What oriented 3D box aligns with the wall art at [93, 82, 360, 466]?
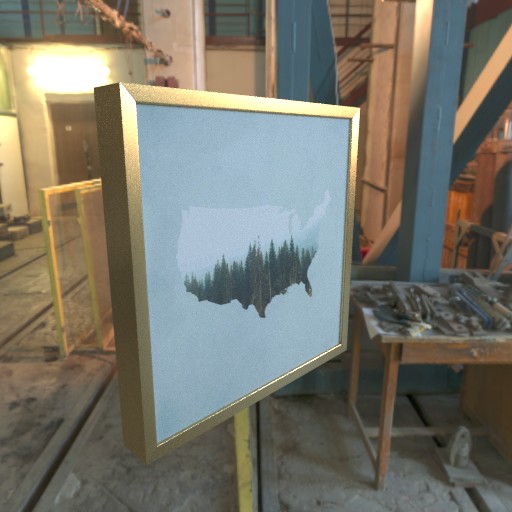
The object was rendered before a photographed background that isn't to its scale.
[{"bbox_3d":[0.000,0.000,0.456,0.038,0.304,0.304,13,19,43],"label":"wall art"}]
